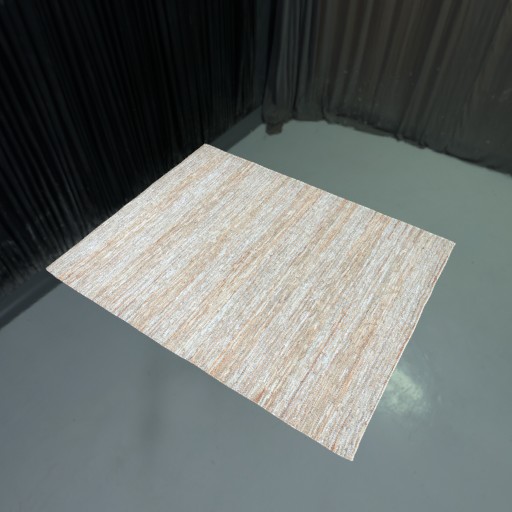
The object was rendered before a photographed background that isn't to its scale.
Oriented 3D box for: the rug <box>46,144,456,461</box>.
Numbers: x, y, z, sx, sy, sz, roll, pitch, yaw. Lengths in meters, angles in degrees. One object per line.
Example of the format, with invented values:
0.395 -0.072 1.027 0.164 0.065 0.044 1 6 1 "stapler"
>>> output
0.000 0.000 3.982 2.939 0.009 2.313 26 53 22 "rug"
